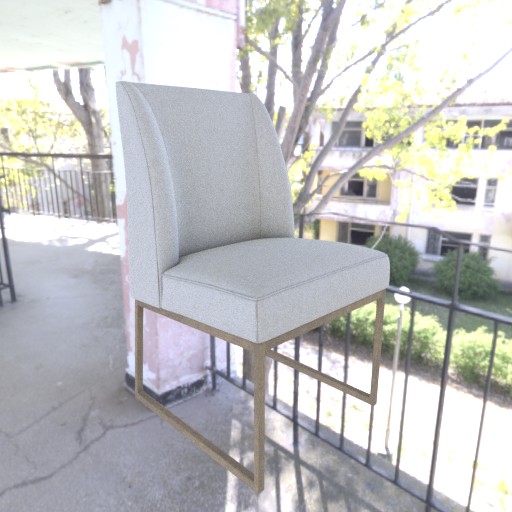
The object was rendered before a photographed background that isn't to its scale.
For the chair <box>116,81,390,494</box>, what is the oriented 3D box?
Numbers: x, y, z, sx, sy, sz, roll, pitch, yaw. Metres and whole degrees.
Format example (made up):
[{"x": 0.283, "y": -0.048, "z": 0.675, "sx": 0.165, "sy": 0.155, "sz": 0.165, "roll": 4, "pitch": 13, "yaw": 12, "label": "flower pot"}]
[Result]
[{"x": 0.000, "y": 0.000, "z": 1.160, "sx": 0.508, "sy": 0.863, "sz": 0.522, "roll": -14, "pitch": 20, "yaw": -43, "label": "chair"}]
